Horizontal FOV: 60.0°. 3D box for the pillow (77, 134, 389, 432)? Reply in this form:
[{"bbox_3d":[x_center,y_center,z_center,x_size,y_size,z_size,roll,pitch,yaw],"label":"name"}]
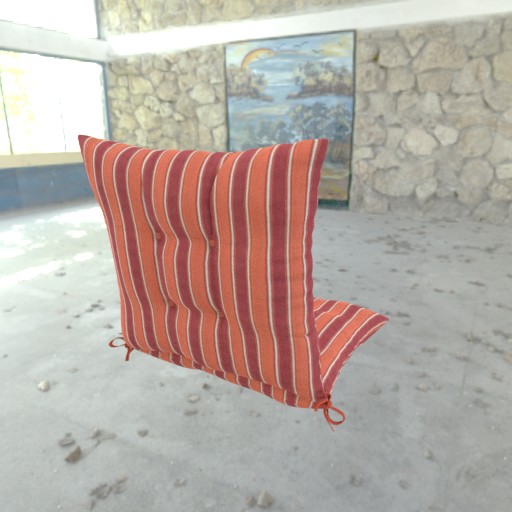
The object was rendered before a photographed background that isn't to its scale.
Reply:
[{"bbox_3d":[0.000,0.000,1.007,0.541,0.536,0.585,9,18,28],"label":"pillow"}]
